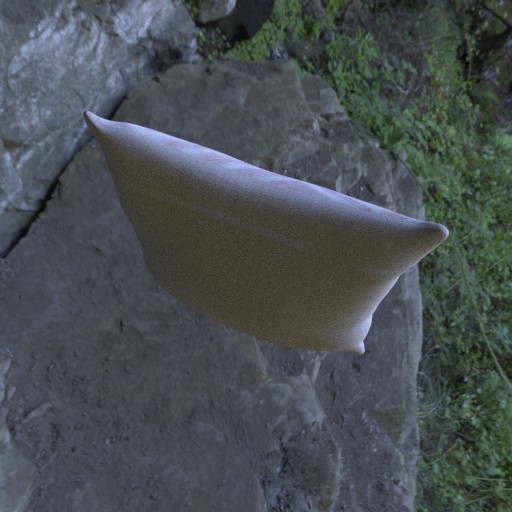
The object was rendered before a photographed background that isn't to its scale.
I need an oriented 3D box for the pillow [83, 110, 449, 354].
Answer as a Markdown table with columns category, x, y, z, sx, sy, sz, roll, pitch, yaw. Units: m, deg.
| category | x | y | z | sx | sy | sz | roll | pitch | yaw |
| --- | --- | --- | --- | --- | --- | --- | --- | --- | --- |
| pillow | 0.000 | 0.000 | 0.671 | 0.440 | 0.441 | 0.182 | 21 | 65 | 10 |
